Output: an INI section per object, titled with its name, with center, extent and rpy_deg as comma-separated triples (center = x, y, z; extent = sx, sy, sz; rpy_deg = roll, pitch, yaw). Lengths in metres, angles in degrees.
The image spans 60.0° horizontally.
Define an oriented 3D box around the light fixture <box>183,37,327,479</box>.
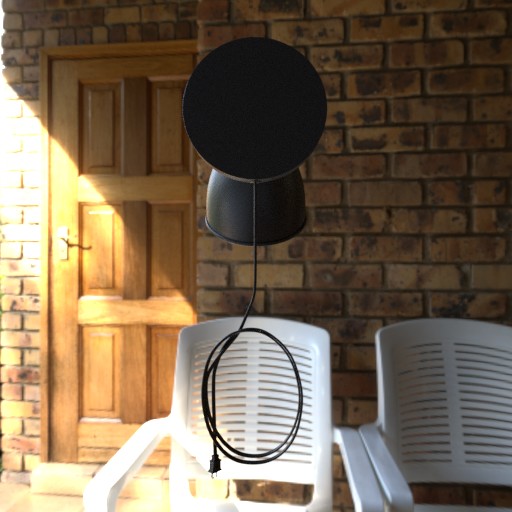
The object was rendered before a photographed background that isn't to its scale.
[light fixture]
center = 0.000, 0.000, 0.489
extent = 0.127, 0.401, 0.203
rpy_deg = 0, 0, 0
